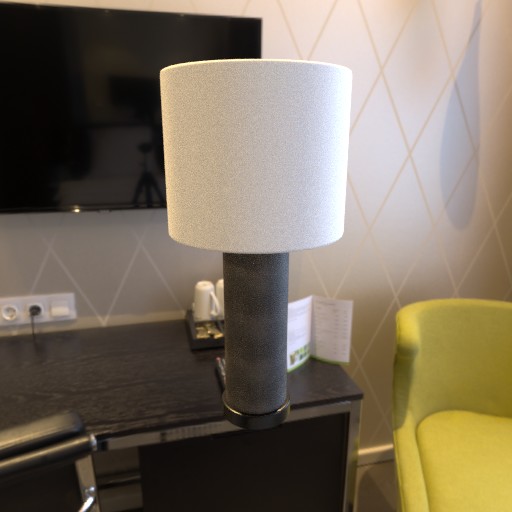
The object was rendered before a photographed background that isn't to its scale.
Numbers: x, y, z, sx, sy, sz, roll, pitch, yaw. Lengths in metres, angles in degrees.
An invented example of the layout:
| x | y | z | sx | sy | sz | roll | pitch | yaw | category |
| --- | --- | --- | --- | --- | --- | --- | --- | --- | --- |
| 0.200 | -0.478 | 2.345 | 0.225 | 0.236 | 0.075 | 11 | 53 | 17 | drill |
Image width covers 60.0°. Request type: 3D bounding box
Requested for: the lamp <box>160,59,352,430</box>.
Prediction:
| x | y | z | sx | sy | sz | roll | pitch | yaw | category |
| --- | --- | --- | --- | --- | --- | --- | --- | --- | --- |
| 0.000 | 0.000 | 0.801 | 0.305 | 0.634 | 0.305 | -15 | 22 | -42 | lamp |
